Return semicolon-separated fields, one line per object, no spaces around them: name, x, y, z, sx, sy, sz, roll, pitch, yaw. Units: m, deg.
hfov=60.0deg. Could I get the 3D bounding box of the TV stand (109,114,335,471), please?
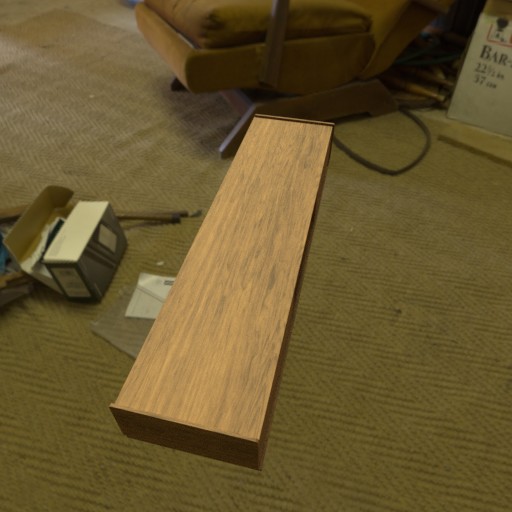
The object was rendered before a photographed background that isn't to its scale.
TV stand;0.000;0.000;2.028;0.467;0.415;1.796;10;47;9
